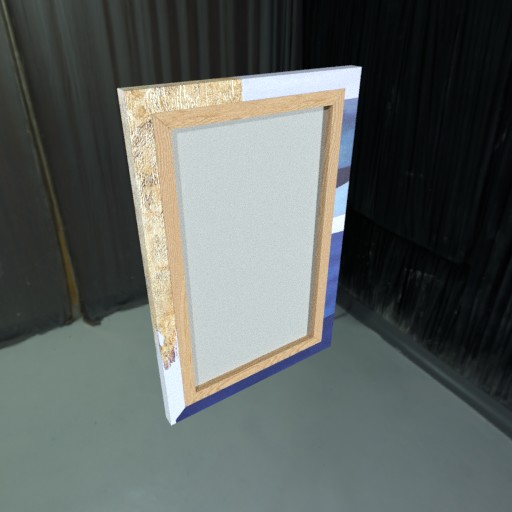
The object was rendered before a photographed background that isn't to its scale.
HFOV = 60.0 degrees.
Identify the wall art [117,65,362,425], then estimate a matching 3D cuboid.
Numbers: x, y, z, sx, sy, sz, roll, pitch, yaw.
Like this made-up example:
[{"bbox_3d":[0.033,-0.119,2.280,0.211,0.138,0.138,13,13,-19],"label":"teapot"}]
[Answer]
[{"bbox_3d":[0.000,0.000,1.201,0.607,0.911,0.039,-19,35,-29],"label":"wall art"}]
